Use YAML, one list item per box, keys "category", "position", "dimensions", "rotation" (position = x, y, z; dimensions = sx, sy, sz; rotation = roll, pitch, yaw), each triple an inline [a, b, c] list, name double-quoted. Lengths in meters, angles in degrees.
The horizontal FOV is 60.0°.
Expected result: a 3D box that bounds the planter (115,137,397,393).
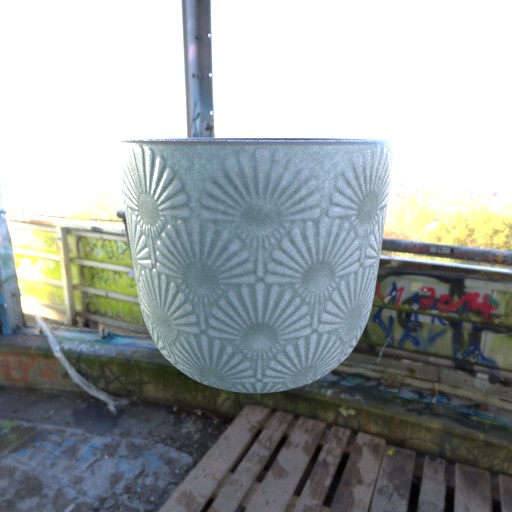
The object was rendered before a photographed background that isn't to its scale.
- category: "planter"
  position: [0.000, 0.000, 0.297]
  dimensions: [0.170, 0.152, 0.170]
  rotation: [0, 15, 0]
